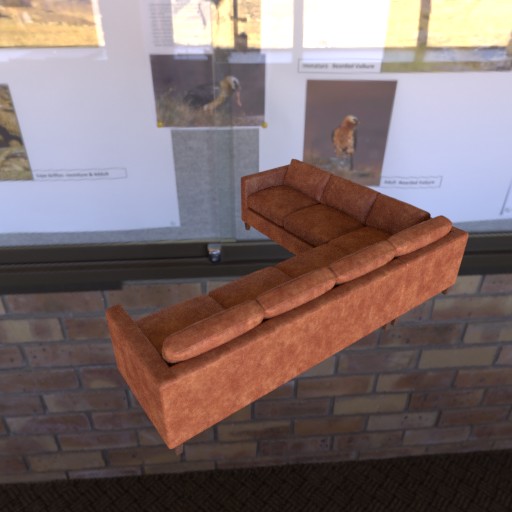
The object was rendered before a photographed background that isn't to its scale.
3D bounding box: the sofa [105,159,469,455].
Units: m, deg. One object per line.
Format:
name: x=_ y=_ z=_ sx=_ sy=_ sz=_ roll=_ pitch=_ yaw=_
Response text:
sofa: x=0.000 y=0.000 z=4.303 sx=3.150 sy=0.838 sz=2.438 roll=-21 pitch=37 yaw=-30
